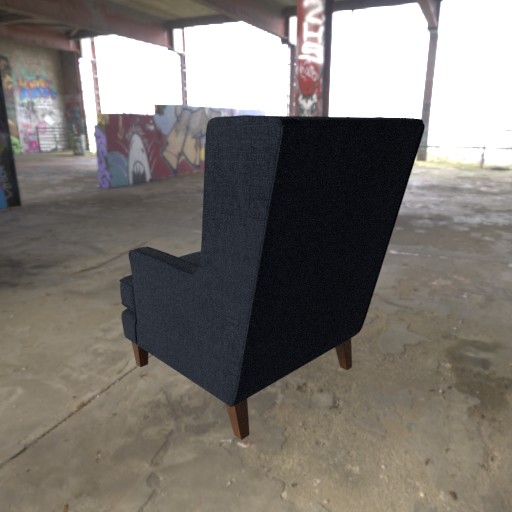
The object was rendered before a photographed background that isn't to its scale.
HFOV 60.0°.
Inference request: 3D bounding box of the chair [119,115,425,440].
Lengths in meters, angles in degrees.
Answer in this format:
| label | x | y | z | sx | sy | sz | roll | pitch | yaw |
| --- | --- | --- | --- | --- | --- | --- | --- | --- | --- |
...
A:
| label | x | y | z | sx | sy | sz | roll | pitch | yaw |
| --- | --- | --- | --- | --- | --- | --- | --- | --- | --- |
| chair | 0.000 | 0.000 | 1.787 | 0.764 | 1.072 | 0.947 | -16 | 23 | -42 |
